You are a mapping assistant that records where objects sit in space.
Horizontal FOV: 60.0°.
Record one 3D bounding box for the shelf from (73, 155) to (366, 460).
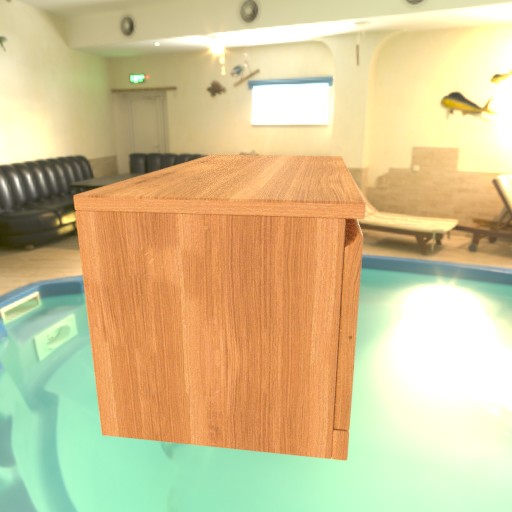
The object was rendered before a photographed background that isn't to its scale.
[{"bbox_3d":[0.000,0.000,1.027,0.400,0.400,0.800,2,17,8],"label":"shelf"}]
